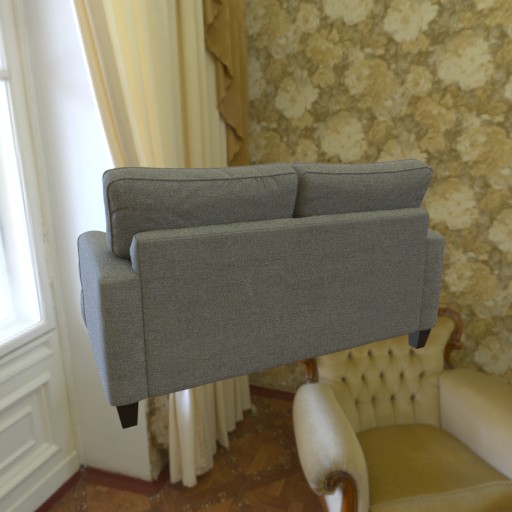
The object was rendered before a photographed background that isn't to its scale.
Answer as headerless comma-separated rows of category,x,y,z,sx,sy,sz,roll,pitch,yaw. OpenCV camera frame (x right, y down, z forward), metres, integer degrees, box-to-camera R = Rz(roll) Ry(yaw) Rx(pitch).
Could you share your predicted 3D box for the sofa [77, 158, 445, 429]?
sofa,0.000,0.000,2.249,1.651,0.965,0.965,-7,16,-25
